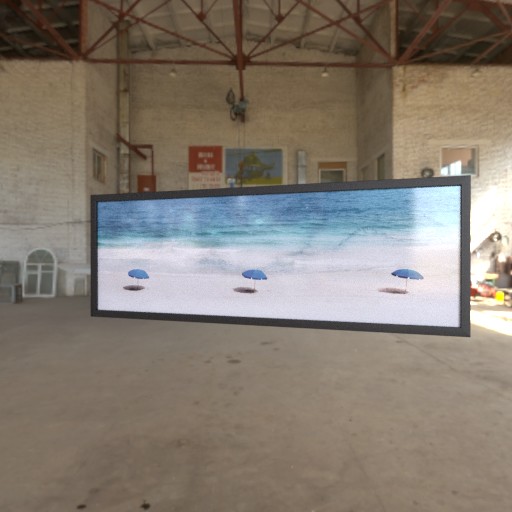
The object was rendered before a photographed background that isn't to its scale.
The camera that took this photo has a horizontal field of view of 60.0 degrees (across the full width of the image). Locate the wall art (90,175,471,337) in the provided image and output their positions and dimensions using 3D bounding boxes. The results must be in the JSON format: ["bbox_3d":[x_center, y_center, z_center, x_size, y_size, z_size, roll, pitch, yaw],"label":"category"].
[{"bbox_3d":[0.000,0.000,0.984,0.860,0.303,0.037,0,0,19],"label":"wall art"}]
